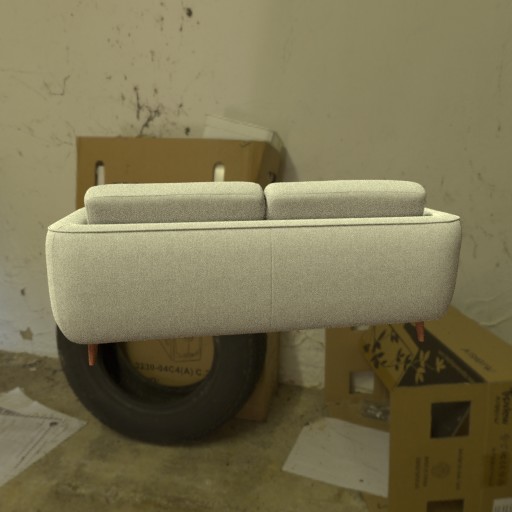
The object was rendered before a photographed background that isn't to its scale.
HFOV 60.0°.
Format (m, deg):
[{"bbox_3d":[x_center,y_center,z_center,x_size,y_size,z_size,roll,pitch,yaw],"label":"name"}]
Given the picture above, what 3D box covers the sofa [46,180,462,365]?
[{"bbox_3d":[0.000,0.000,2.442,2.000,0.850,0.920,-2,14,-9],"label":"sofa"}]
